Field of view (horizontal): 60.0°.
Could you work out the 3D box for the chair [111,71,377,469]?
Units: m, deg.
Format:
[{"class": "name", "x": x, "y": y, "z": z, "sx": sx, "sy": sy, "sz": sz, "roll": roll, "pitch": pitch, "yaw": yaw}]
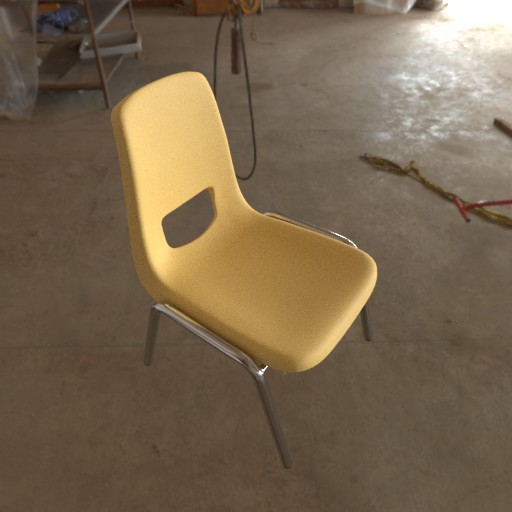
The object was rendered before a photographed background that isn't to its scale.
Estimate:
[{"class": "chair", "x": 0.000, "y": 0.000, "z": 0.777, "sx": 0.385, "sy": 0.536, "sz": 0.354, "roll": 25, "pitch": 46, "yaw": 26}]
